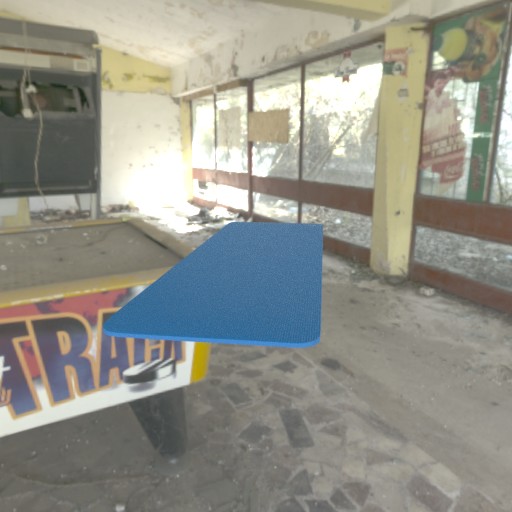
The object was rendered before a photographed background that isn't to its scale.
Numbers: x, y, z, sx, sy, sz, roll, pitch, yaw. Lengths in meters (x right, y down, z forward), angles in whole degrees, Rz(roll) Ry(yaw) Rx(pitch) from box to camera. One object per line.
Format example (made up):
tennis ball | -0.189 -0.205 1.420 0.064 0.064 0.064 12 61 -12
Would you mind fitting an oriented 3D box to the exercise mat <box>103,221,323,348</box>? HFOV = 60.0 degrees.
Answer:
exercise mat | 0.000 0.000 2.075 0.616 0.021 1.869 2 14 8
